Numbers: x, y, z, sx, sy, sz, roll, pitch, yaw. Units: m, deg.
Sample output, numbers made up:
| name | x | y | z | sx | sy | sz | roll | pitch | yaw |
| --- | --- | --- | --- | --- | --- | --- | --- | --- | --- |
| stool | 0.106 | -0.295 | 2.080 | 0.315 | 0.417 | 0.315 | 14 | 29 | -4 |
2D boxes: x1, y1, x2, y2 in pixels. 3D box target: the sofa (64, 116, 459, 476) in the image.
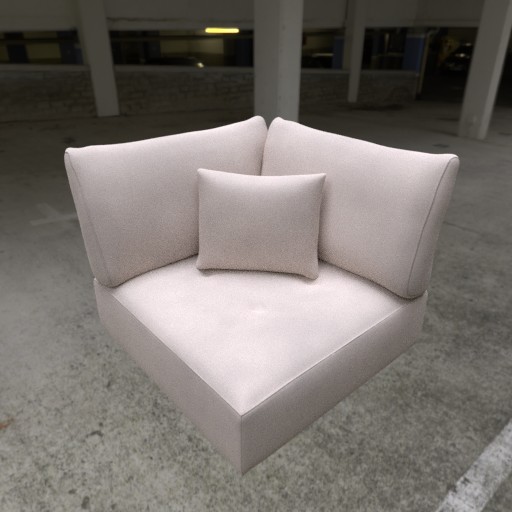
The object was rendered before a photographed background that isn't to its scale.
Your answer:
| name | x | y | z | sx | sy | sz | roll | pitch | yaw |
| --- | --- | --- | --- | --- | --- | --- | --- | --- | --- |
| sofa | 0.000 | 0.000 | 1.705 | 1.000 | 0.820 | 1.000 | -22 | 35 | -36 |
